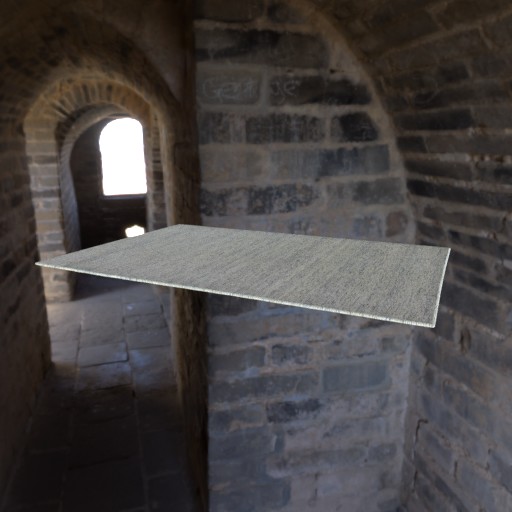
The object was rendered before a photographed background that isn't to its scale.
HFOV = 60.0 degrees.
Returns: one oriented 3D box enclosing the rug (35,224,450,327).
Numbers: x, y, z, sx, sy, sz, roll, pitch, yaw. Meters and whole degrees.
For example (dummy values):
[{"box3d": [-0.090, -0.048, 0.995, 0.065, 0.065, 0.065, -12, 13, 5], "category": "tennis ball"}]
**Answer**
[{"box3d": [0.000, 0.000, 2.872, 2.263, 0.017, 1.523, 6, 15, 24], "category": "rug"}]
